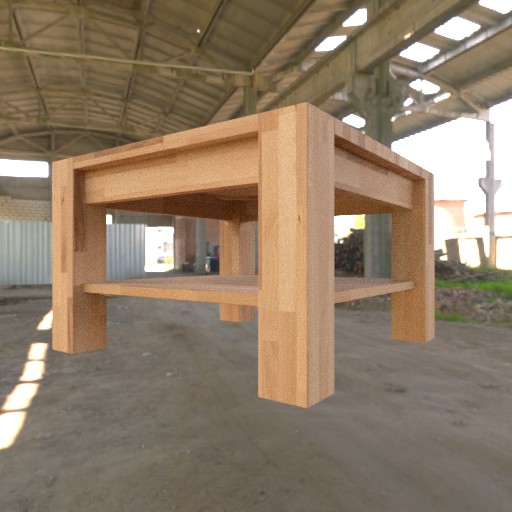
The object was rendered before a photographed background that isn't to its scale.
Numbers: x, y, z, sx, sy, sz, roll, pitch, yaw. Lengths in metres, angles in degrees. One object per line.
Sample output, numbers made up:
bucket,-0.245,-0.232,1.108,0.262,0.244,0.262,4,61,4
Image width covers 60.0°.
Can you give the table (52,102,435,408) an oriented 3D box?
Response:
table,0.000,0.000,1.139,0.700,0.451,0.700,0,0,36
